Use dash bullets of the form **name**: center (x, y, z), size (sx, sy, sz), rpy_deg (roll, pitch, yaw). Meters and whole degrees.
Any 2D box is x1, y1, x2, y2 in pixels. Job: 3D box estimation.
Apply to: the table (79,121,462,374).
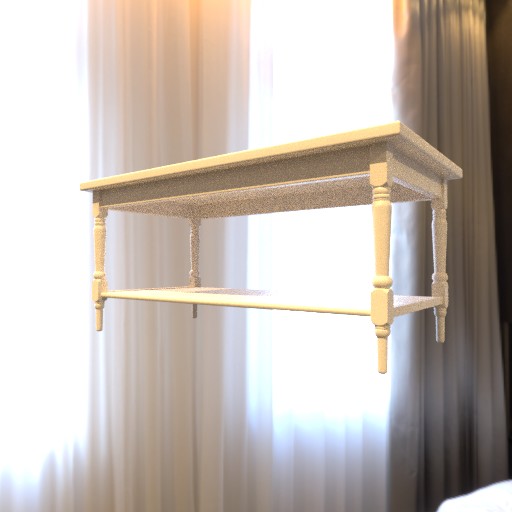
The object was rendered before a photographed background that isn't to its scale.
- **table**: center (0.000, 0.000, 1.410), size (1.107, 0.510, 0.550), rpy_deg (-1, -1, 37)
